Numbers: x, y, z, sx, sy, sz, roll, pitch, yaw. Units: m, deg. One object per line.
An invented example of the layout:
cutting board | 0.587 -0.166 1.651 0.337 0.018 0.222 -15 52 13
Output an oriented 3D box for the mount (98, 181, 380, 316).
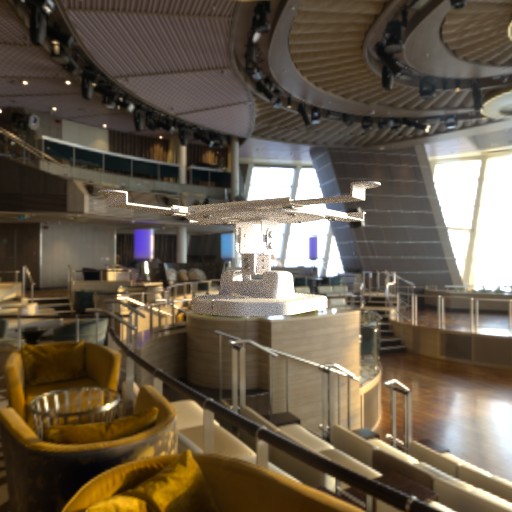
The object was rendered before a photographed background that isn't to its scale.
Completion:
mount | 0.000 0.000 0.605 0.394 0.141 0.394 0 -1 35
